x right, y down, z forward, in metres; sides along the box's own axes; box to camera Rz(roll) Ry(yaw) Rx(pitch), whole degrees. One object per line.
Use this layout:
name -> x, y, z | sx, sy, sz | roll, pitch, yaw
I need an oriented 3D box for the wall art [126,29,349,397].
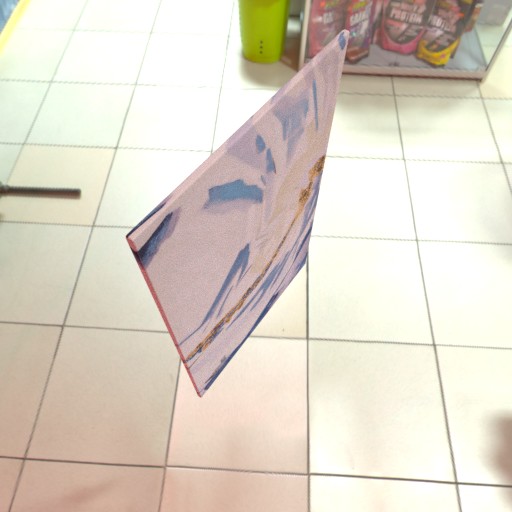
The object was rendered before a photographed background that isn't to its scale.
wall art -> 0.000, 0.000, 1.138 | 0.016, 0.914, 0.610 | 32, 64, 18
